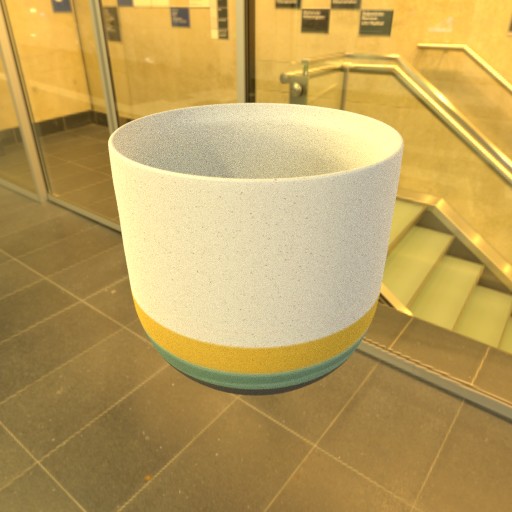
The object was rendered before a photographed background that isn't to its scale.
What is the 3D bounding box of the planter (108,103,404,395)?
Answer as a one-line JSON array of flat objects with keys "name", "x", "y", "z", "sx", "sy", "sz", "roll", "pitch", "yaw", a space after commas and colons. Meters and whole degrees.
[{"name": "planter", "x": 0.000, "y": 0.000, "z": 0.481, "sx": 0.268, "sy": 0.270, "sz": 0.268, "roll": 0, "pitch": 30, "yaw": 0}]
